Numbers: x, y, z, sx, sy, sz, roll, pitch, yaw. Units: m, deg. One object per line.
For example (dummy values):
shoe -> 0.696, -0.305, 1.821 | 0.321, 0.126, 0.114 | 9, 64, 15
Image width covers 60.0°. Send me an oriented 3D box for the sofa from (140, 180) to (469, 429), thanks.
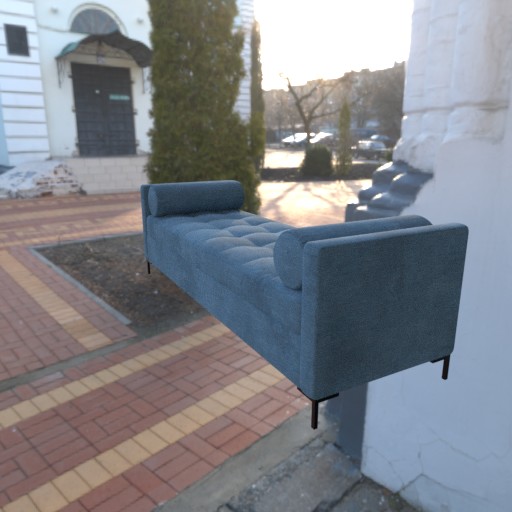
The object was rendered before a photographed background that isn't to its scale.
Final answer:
sofa -> 0.000, 0.000, 2.355 | 0.686, 0.635, 1.981 | -8, 17, -28
